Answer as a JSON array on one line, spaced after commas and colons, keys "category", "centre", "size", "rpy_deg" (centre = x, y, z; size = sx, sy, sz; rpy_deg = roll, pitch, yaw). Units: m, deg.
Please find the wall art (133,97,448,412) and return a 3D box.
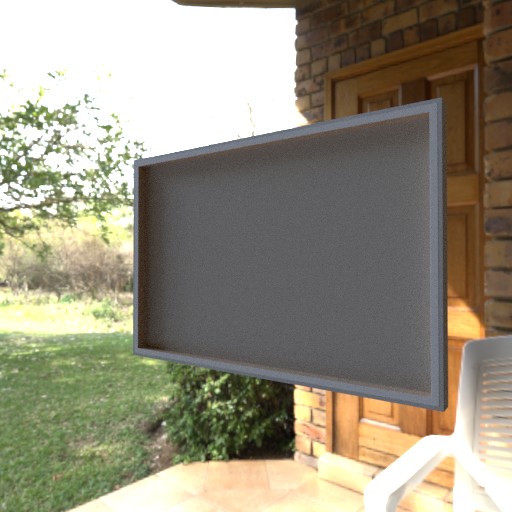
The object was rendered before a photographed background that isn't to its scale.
[{"category": "wall art", "centre": [0.000, 0.000, 1.139], "size": [0.915, 0.610, 0.038], "rpy_deg": [-1, -1, 35]}]
